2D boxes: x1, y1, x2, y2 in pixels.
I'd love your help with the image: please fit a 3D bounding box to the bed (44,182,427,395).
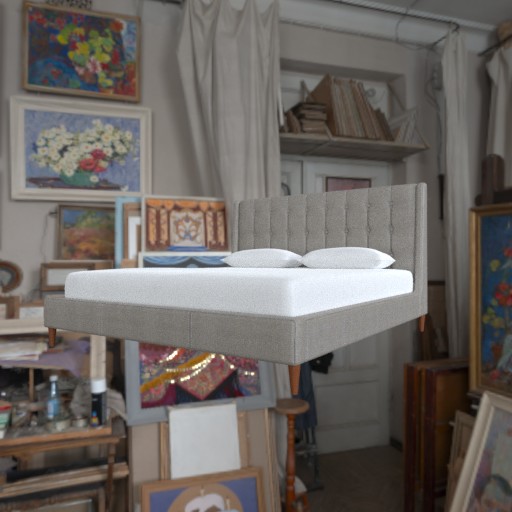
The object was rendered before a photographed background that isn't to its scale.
[{"bbox_3d":[0.000,0.000,3.521,2.062,1.289,2.342,0,-1,35],"label":"bed"}]
